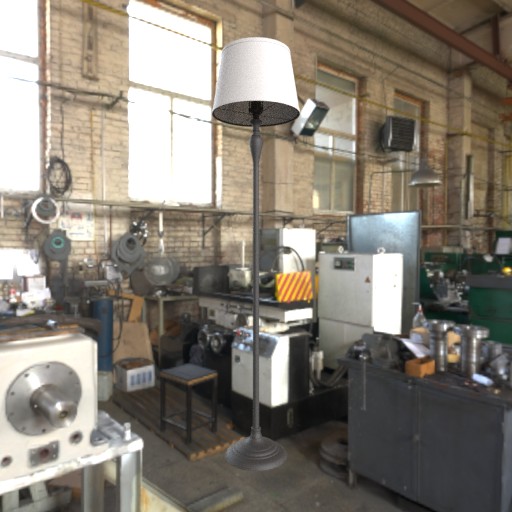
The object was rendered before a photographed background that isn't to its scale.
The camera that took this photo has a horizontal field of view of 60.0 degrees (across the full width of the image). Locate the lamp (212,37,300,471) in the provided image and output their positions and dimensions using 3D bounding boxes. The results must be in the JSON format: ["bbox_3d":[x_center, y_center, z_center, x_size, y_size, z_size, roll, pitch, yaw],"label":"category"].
[{"bbox_3d":[0.000,0.000,1.661,0.327,1.506,0.327,0,1,17],"label":"lamp"}]
